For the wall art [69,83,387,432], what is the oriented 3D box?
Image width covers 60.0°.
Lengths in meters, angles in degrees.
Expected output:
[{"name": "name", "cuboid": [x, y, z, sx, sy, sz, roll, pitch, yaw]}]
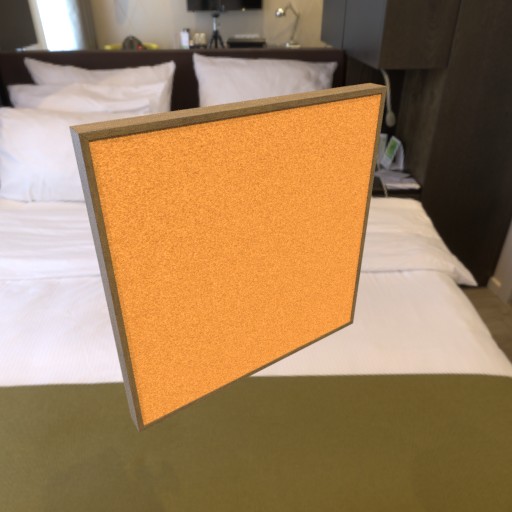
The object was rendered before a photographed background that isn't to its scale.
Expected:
[{"name": "wall art", "cuboid": [0.000, 0.000, 0.760, 0.507, 0.507, 0.037, -19, 36, -29]}]
